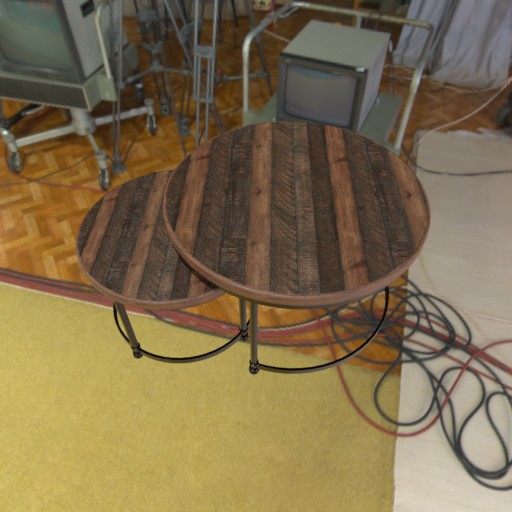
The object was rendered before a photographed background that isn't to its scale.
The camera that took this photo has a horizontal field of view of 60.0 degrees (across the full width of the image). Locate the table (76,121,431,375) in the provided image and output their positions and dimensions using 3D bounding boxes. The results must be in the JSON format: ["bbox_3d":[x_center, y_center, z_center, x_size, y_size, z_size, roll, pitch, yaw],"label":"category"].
[{"bbox_3d":[0.000,0.000,1.618,1.152,0.516,0.870,-18,51,-15],"label":"table"}]
